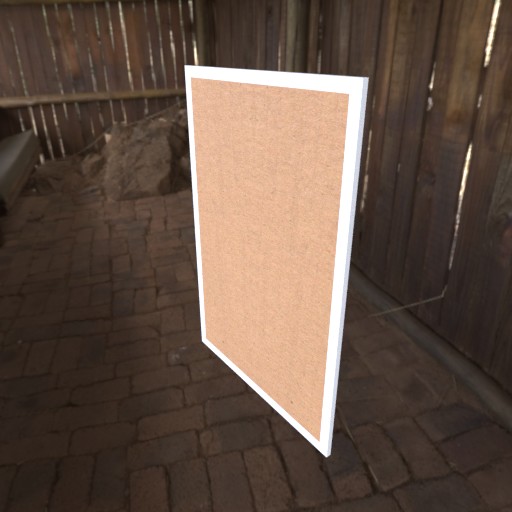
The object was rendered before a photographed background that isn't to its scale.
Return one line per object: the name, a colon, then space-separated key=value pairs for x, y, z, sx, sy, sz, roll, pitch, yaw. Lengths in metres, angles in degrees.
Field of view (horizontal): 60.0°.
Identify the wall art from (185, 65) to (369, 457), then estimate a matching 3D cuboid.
wall art: x=0.000 y=0.000 z=1.247 sx=0.015 sy=0.965 sz=0.660 roll=-18 pitch=31 yaw=-33
